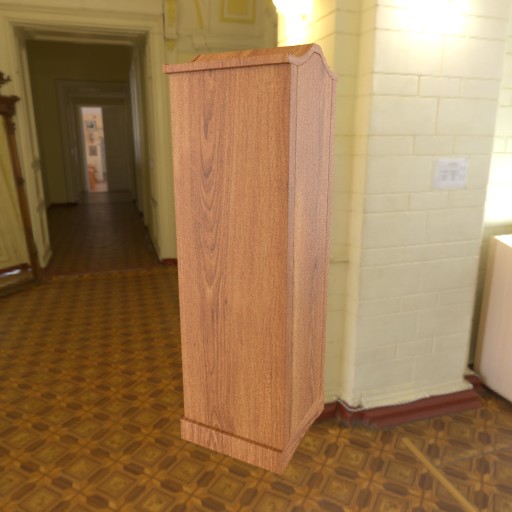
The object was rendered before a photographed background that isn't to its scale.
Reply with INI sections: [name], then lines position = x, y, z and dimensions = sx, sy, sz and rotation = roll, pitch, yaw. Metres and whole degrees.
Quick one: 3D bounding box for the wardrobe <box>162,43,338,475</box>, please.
[wardrobe]
position = 0.000, 0.000, 2.176
dimensions = 0.570, 1.870, 0.590
rotation = 7, 16, 27
